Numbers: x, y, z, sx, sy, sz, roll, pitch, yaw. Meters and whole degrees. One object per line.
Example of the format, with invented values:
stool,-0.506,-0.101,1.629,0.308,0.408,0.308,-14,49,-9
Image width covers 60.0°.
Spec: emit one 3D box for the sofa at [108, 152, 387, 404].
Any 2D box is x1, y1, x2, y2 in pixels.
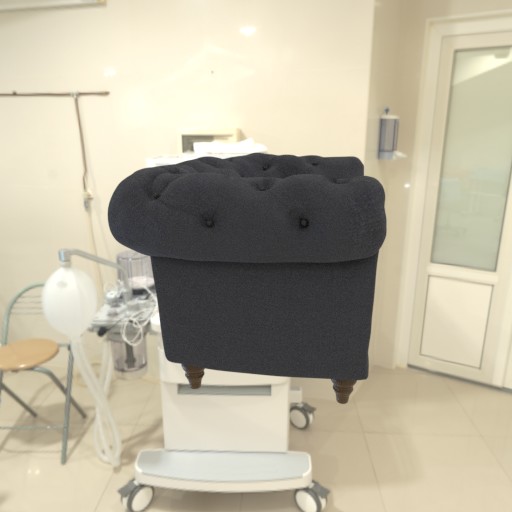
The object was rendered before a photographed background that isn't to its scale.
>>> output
sofa,0.000,0.000,2.054,1.032,0.878,1.405,3,16,9
